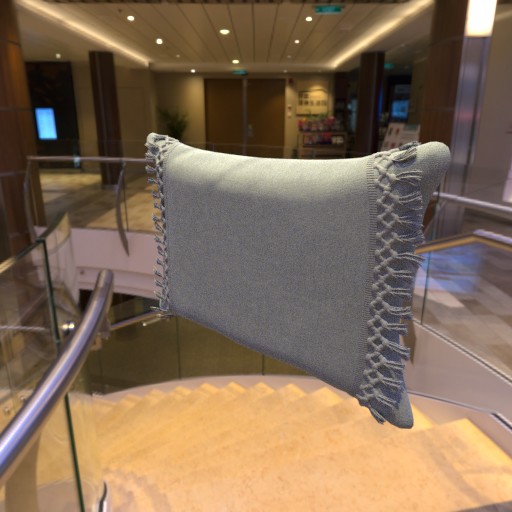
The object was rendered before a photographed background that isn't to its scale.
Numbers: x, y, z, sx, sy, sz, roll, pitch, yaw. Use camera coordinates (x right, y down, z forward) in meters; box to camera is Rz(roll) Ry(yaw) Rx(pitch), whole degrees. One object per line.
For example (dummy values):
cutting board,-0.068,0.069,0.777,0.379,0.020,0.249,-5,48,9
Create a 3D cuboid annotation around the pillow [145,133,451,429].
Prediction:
pillow,0.000,0.000,0.579,0.466,0.305,0.084,16,23,42
